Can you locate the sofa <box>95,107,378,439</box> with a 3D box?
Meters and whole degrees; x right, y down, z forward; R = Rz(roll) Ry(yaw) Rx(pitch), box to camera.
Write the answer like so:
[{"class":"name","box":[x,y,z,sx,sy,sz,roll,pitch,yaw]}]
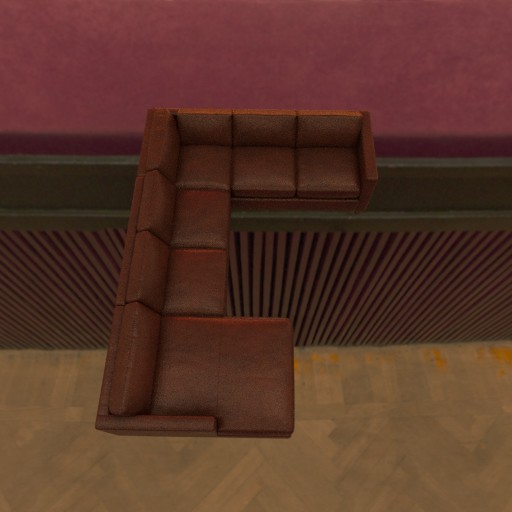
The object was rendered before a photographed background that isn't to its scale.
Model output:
[{"class":"sofa","box":[0.000,0.000,4.408,2.452,0.891,3.324,1,64,0]}]
